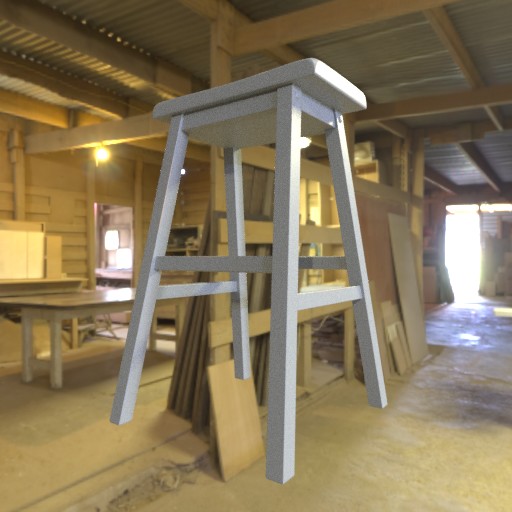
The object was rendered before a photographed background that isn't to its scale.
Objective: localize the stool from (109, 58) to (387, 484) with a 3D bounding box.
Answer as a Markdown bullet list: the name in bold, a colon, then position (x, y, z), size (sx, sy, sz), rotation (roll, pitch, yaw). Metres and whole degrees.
- **stool**: position (0.000, 0.000, 1.039), size (0.457, 0.737, 0.476), rotation (0, 0, 36)
